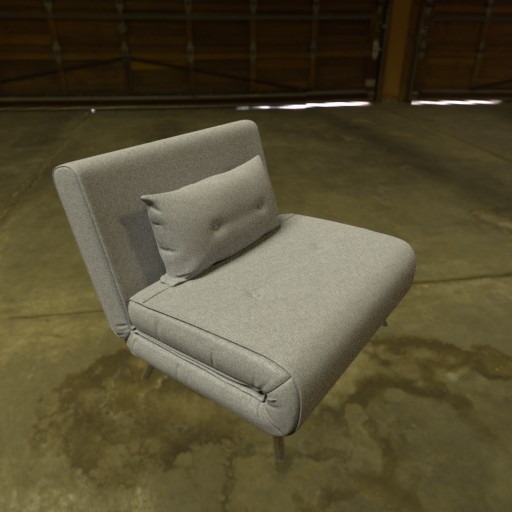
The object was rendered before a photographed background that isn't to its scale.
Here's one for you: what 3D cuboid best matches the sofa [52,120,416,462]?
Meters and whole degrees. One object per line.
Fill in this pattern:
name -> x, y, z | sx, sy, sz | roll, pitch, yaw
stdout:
sofa -> 0.000, 0.000, 1.757 | 1.000, 0.825, 1.020 | 18, 32, 31
